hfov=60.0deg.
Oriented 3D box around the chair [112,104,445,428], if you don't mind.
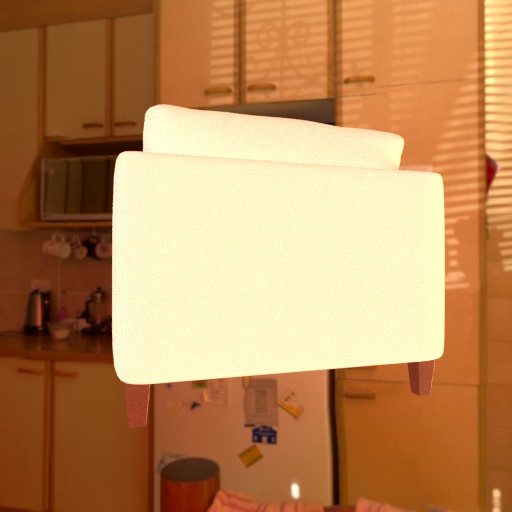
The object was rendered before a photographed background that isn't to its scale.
[{"bbox_3d":[0.000,0.000,1.655,1.019,0.885,0.878,0,0,-18],"label":"chair"}]
